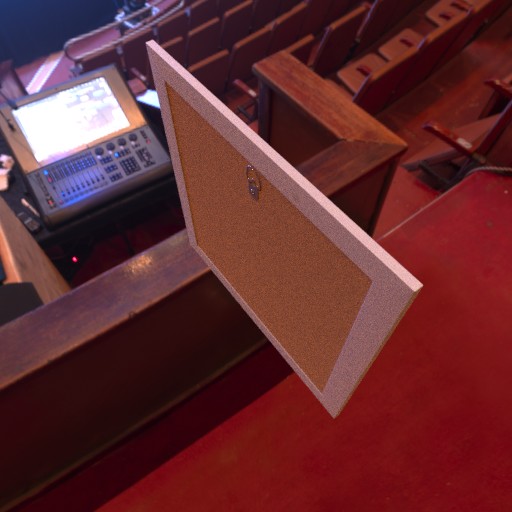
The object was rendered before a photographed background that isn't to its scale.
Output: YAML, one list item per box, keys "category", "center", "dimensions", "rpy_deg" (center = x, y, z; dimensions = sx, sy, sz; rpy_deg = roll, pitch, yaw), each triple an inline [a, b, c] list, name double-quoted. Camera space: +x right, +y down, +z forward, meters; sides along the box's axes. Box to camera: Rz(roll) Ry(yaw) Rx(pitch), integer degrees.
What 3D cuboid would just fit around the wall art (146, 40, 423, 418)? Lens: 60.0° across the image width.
- category: "wall art"
  center: [0.000, 0.000, 0.836]
  dimensions: [0.015, 0.577, 0.572]
  rpy_deg: [-33, 63, -19]
